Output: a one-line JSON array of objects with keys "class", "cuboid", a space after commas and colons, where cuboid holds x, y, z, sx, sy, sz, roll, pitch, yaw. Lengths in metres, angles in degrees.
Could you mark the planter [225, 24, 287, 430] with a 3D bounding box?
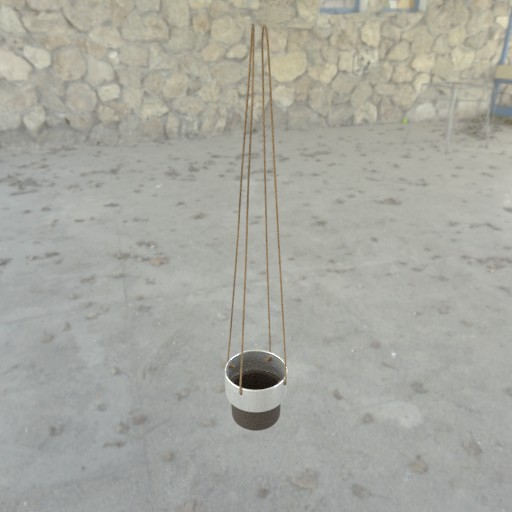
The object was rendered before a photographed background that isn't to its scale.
[{"class": "planter", "cuboid": [0.000, 0.000, 1.154, 0.187, 1.073, 0.187, -8, 26, -16]}]
